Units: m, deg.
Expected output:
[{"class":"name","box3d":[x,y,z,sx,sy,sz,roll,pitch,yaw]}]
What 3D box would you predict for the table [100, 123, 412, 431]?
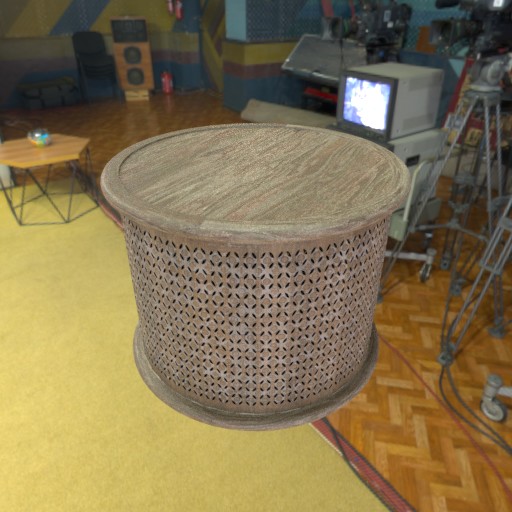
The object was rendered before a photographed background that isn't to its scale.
[{"class":"table","box3d":[0.000,0.000,1.013,0.607,0.450,0.607,0,31,0]}]
